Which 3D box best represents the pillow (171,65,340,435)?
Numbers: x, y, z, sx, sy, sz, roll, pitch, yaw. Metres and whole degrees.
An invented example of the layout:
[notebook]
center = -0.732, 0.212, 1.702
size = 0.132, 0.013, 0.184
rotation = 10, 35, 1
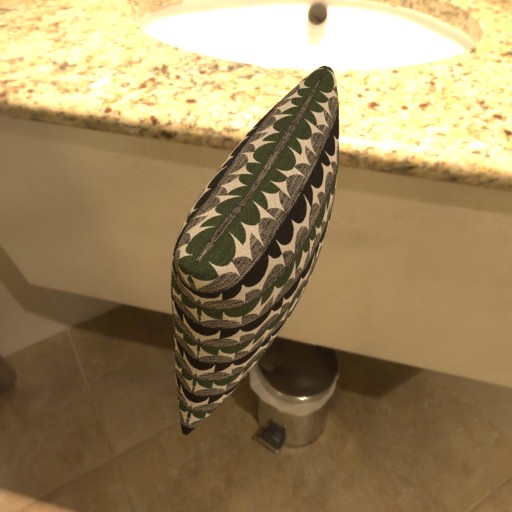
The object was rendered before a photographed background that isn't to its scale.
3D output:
[pillow]
center = 0.000, 0.000, 0.643
size = 0.180, 0.404, 0.419
rotation = 17, 50, 15
